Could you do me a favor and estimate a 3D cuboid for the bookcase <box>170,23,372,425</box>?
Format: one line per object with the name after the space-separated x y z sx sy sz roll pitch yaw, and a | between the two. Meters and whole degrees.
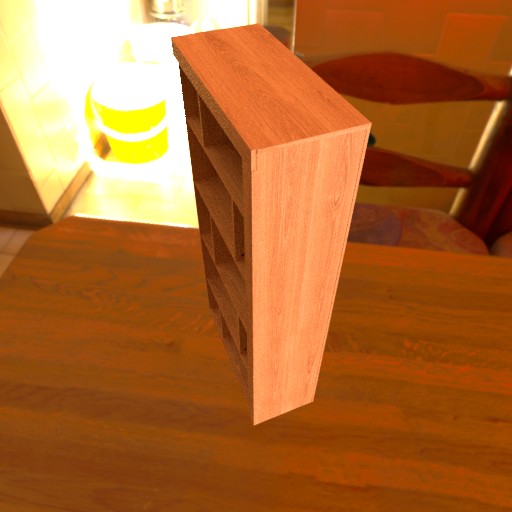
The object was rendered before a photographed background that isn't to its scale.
0.000 0.000 2.416 0.420 2.020 0.950 -17 49 -15 | bookcase
